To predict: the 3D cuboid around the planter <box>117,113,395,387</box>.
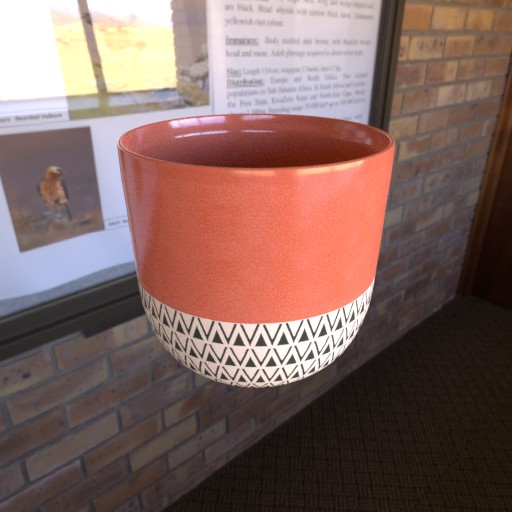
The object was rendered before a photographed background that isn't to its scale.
[{"bbox_3d":[0.000,0.000,0.498,0.266,0.270,0.266,0,26,0],"label":"planter"}]
